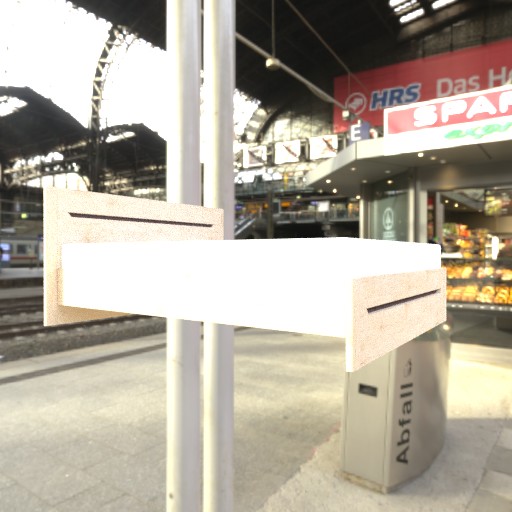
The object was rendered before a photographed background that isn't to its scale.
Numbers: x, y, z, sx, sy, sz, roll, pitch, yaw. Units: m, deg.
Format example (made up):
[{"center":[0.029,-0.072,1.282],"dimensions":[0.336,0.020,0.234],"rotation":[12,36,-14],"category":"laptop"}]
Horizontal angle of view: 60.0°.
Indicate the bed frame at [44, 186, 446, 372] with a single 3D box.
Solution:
[{"center":[0.000,0.000,2.999],"dimensions":[2.080,0.900,1.800],"rotation":[0,0,35],"category":"bed frame"}]
